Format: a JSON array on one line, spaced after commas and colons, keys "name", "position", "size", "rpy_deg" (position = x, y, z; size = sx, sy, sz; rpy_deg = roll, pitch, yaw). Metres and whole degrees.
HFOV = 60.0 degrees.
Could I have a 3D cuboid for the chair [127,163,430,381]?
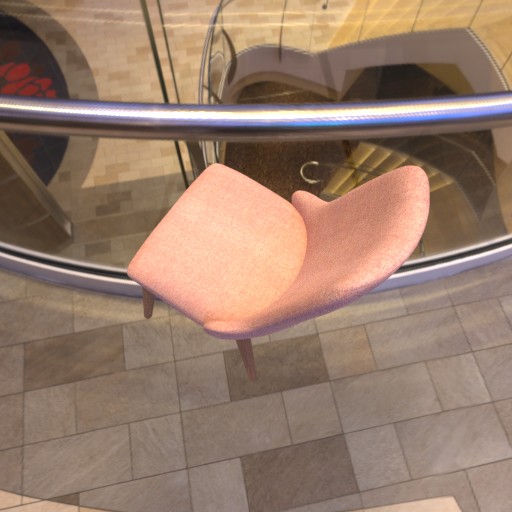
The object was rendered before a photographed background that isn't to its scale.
[{"name": "chair", "position": [0.000, 0.000, 1.306], "size": [0.707, 0.918, 0.535], "rpy_deg": [30, 68, 13]}]
